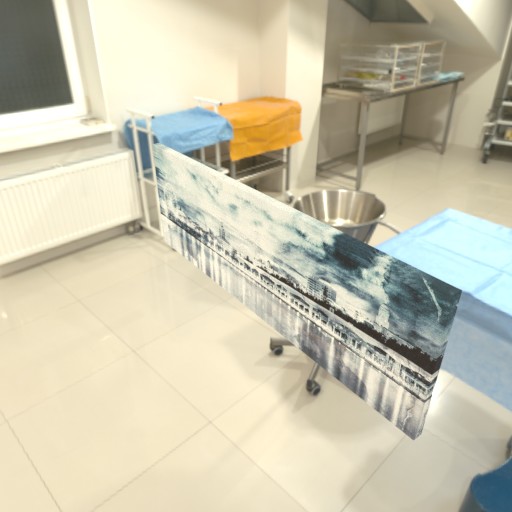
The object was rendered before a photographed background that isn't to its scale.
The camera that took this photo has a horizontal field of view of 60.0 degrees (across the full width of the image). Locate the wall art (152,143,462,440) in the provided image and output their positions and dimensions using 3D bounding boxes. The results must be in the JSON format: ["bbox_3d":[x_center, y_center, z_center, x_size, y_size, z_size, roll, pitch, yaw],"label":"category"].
[{"bbox_3d":[0.000,0.000,1.671,0.037,0.509,1.524,-21,36,-32],"label":"wall art"}]
